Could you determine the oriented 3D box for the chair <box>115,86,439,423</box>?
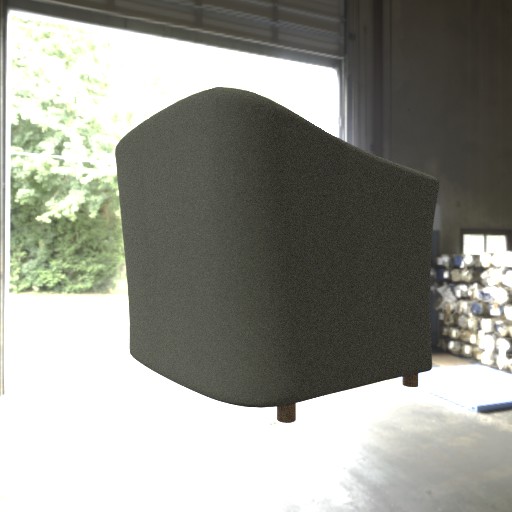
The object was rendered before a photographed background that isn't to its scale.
[{"bbox_3d":[0.000,0.000,1.337,0.700,0.720,0.790,0,0,-36],"label":"chair"}]
